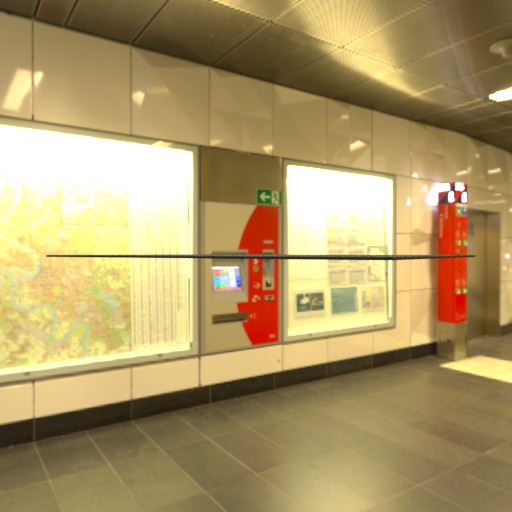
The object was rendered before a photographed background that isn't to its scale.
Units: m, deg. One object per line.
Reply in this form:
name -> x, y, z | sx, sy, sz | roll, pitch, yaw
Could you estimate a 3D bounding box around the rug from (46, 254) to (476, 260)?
rug -> 0.000, 0.000, 2.258 | 1.829, 0.010, 1.219 | 0, 1, 36
